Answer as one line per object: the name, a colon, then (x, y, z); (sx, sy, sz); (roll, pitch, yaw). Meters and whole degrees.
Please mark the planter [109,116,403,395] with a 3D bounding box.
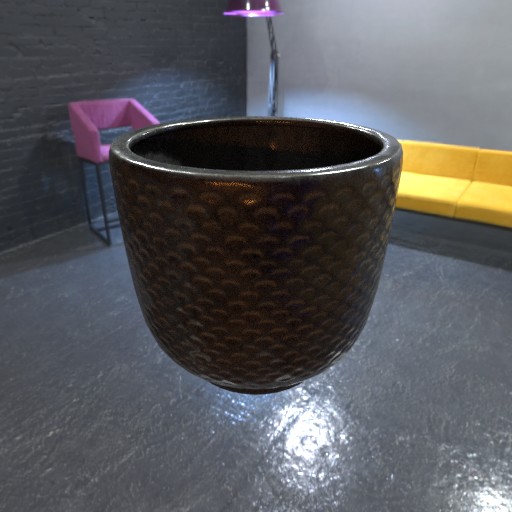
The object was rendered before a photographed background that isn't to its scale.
planter: (0.000, 0.000, 0.245); (0.140, 0.129, 0.140); (0, 26, 0)
